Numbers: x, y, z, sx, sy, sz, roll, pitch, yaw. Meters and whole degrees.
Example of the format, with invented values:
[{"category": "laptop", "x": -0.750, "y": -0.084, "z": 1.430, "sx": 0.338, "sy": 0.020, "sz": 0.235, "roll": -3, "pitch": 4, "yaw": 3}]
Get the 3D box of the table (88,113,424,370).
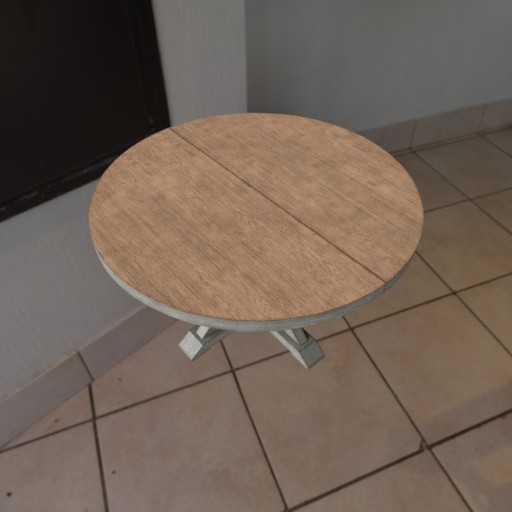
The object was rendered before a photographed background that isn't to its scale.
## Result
[{"category": "table", "x": 0.000, "y": 0.000, "z": 2.133, "sx": 1.363, "sy": 0.781, "sz": 1.363, "roll": 0, "pitch": 45, "yaw": 0}]
